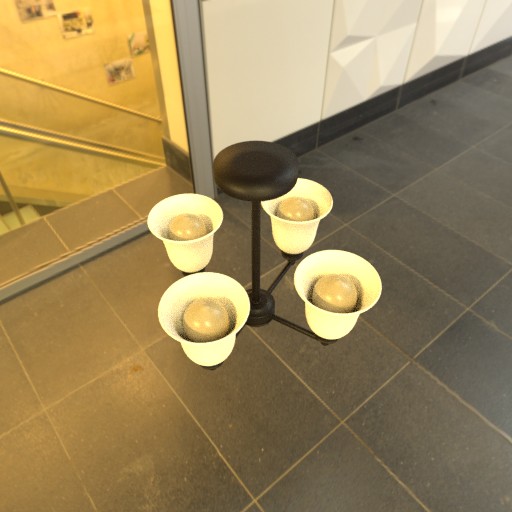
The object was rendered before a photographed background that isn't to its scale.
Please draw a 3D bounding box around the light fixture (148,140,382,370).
[{"bbox_3d":[0.000,0.000,1.883,1.069,0.925,1.069,23,50,21],"label":"light fixture"}]
